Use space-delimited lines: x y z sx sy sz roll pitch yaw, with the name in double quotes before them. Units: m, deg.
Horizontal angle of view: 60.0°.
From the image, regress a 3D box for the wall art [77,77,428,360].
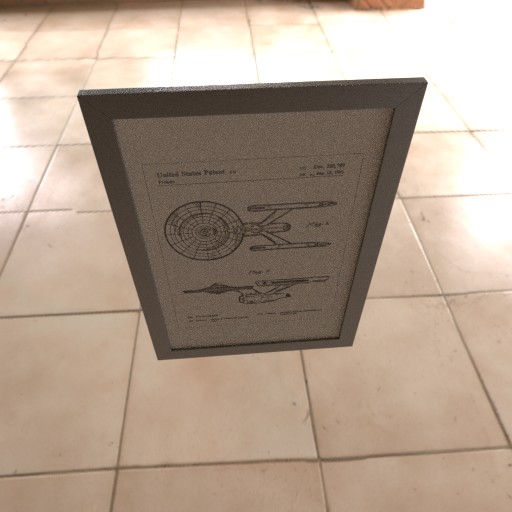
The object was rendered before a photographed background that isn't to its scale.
"wall art" 0.000 0.000 0.667 0.376 0.529 0.013 -3 46 -3
